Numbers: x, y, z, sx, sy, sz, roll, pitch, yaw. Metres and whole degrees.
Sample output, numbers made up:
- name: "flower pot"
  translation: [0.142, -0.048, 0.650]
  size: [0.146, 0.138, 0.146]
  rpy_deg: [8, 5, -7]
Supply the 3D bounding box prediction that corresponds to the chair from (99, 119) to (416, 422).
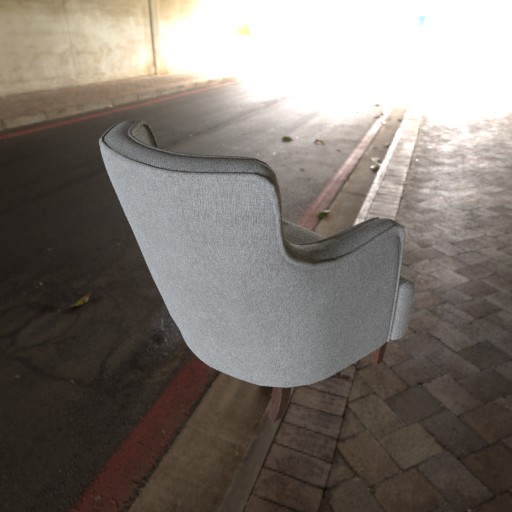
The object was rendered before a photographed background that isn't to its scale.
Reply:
- name: "chair"
  translation: [0.000, 0.000, 1.582]
  size: [0.910, 0.920, 0.820]
  rpy_deg: [-19, 32, -32]
